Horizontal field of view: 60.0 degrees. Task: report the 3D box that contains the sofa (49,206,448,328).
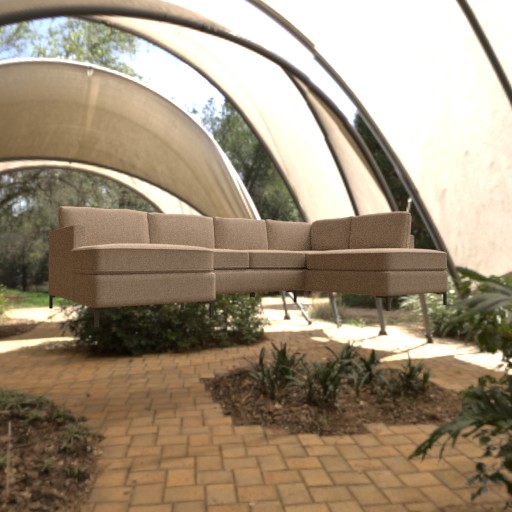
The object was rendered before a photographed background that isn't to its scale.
[{"bbox_3d":[0.000,0.000,4.333,3.423,0.996,2.021,1,-1,-36],"label":"sofa"}]
